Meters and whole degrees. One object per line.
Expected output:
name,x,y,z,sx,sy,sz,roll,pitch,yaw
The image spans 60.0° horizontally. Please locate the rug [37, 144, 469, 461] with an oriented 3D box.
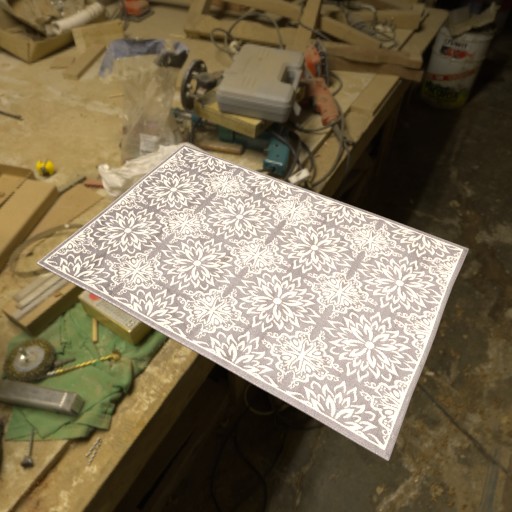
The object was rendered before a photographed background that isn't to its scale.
rug,0.000,0.000,2.267,1.847,0.012,1.224,24,52,20
